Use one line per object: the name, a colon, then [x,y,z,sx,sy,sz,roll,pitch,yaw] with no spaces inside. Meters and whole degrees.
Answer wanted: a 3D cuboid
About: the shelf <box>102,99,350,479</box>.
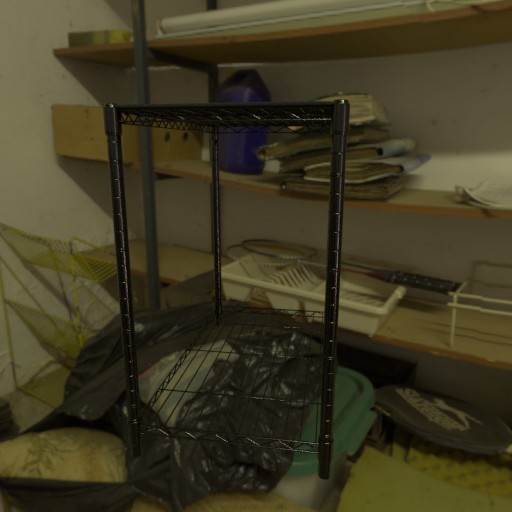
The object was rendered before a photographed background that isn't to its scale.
shelf: [0.000,0.000,0.929,0.338,0.564,0.589,2,14,9]
